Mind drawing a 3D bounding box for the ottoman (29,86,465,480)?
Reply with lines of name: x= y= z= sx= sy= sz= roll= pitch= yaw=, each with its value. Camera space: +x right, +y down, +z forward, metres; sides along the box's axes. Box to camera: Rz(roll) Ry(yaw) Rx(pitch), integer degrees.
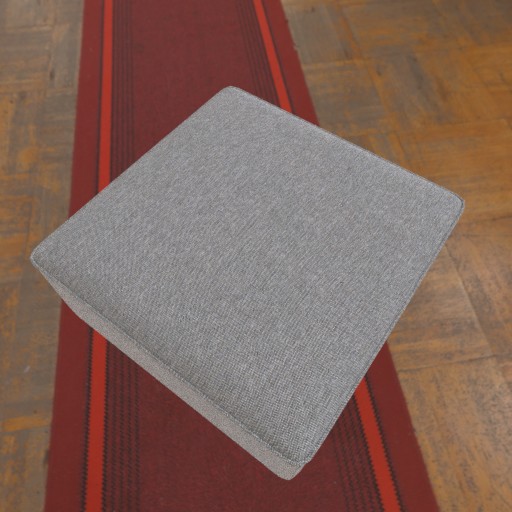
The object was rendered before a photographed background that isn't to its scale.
ottoman: x=0.000 y=0.000 z=1.536 sx=1.005 sy=0.455 sz=1.005 roll=32 pitch=64 yaw=18
